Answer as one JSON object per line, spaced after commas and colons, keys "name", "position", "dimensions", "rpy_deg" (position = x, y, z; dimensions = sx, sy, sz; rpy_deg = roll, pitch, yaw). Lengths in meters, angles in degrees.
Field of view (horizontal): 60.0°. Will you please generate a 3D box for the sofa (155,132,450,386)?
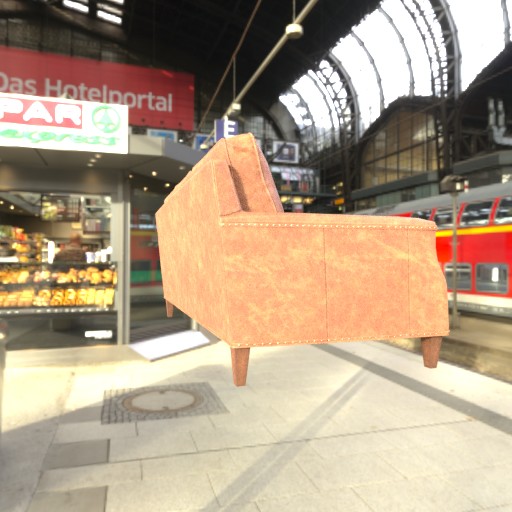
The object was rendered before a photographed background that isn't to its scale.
{"name": "sofa", "position": [0.000, 0.000, 2.828], "dimensions": [1.084, 1.003, 2.246], "rpy_deg": [0, 0, -18]}
